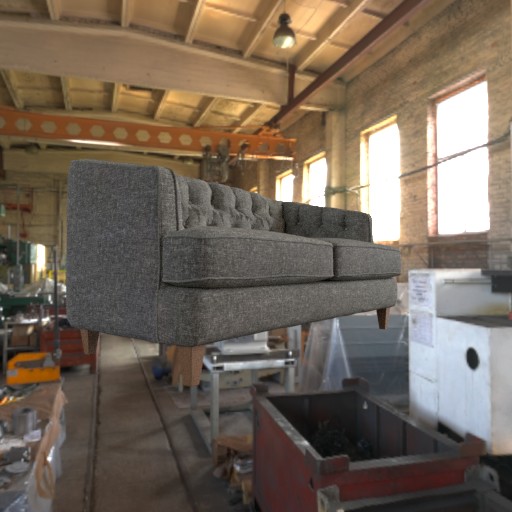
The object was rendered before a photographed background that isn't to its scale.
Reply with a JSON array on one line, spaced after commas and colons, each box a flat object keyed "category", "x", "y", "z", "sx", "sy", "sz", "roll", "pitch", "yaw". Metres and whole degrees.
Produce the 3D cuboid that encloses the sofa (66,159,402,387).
[{"category": "sofa", "x": 0.000, "y": 0.000, "z": 2.256, "sx": 0.941, "sy": 0.855, "sz": 1.733, "roll": -1, "pitch": -2, "yaw": 38}]
